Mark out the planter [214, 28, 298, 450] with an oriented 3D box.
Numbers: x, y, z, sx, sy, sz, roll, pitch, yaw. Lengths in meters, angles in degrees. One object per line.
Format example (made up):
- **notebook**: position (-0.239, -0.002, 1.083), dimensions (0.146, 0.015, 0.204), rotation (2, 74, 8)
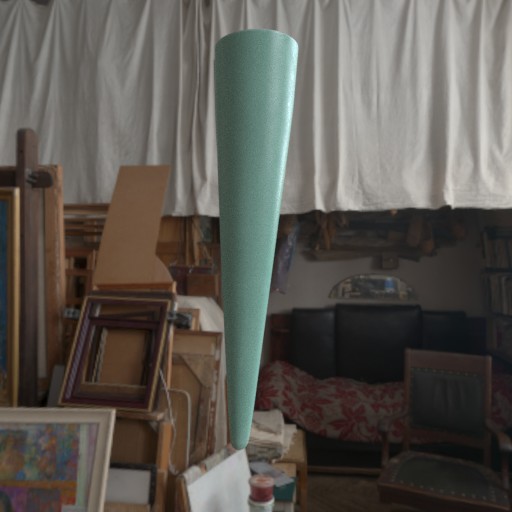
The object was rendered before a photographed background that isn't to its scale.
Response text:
- **planter**: position (0.000, 0.000, 0.289), dimensions (0.054, 0.268, 0.055), rotation (0, 1, -35)
